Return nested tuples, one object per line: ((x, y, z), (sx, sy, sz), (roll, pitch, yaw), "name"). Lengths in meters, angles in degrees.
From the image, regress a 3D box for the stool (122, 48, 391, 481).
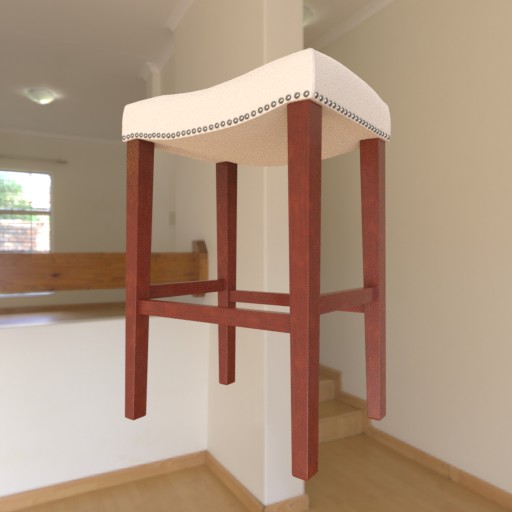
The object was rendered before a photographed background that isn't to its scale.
((0.000, 0.000, 1.015), (0.504, 0.742, 0.372), (0, 1, 36), "stool")
